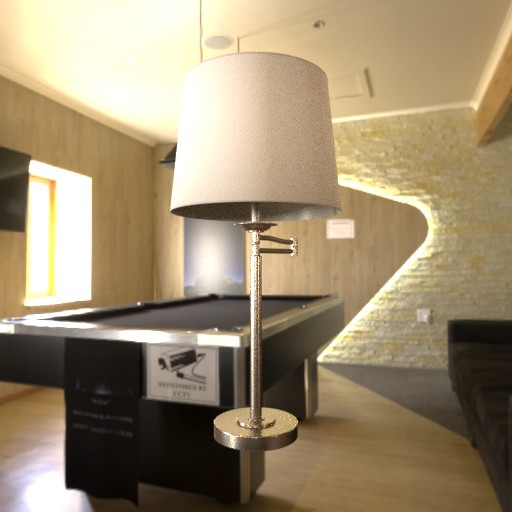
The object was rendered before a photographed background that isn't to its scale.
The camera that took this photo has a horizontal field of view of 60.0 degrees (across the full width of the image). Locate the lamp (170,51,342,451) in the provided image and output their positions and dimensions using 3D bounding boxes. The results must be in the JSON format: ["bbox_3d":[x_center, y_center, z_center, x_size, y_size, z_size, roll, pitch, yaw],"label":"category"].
[{"bbox_3d":[0.000,0.000,0.872,0.333,0.696,0.333,0,-1,0],"label":"lamp"}]
